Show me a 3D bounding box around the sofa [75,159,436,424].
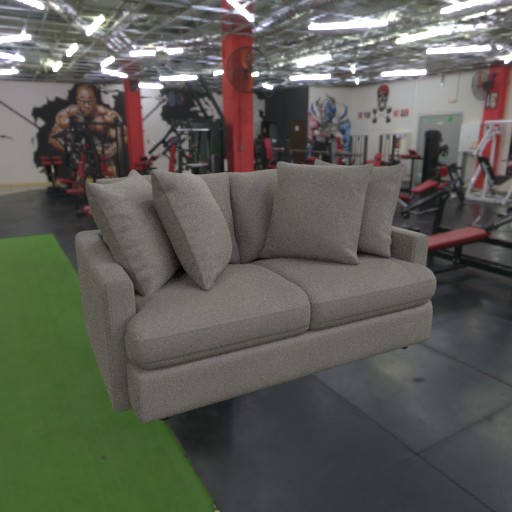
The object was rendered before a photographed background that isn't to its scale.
[{"bbox_3d":[0.000,0.000,2.615,1.869,1.080,1.228,-8,18,-26],"label":"sofa"}]
